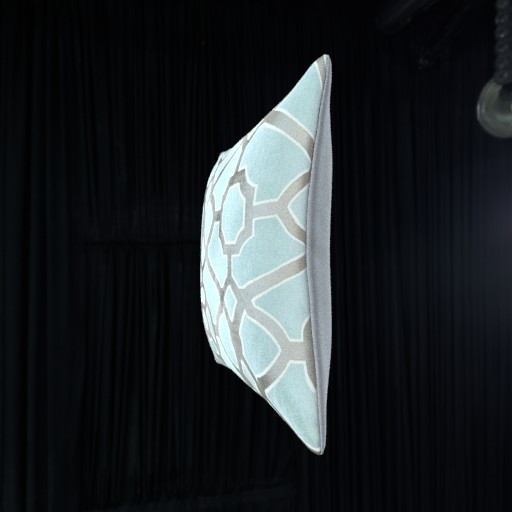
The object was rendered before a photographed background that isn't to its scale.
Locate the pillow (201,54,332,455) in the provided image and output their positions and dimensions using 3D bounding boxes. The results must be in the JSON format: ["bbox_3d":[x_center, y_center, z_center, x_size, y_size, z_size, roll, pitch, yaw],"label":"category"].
[{"bbox_3d":[0.000,0.000,0.819,0.166,0.508,0.552,0,-1,-18],"label":"pillow"}]
